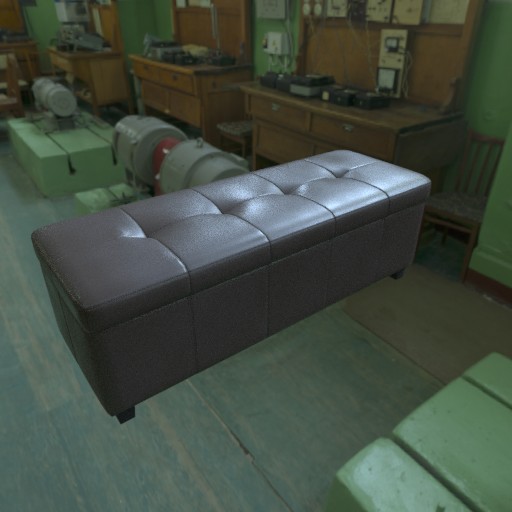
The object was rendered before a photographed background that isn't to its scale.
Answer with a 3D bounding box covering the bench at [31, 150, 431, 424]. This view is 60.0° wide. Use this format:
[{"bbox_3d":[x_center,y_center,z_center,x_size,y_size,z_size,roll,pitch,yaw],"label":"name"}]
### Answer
[{"bbox_3d":[0.000,0.000,1.453,1.219,0.417,0.450,-21,36,-31],"label":"bench"}]
